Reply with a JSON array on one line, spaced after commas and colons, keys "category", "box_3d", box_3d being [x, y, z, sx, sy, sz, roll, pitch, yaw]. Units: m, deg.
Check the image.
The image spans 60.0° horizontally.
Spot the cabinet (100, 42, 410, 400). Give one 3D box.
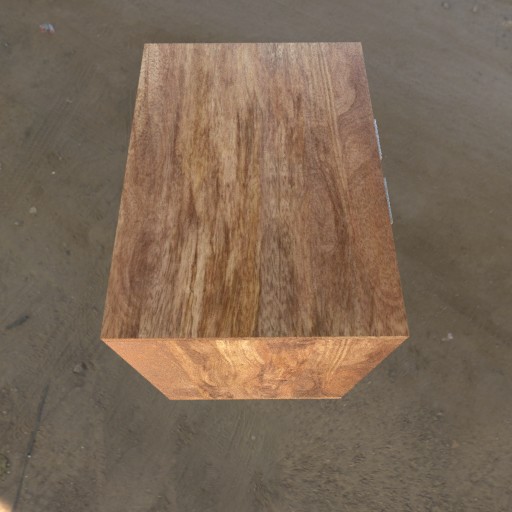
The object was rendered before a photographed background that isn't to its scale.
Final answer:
[{"category": "cabinet", "box_3d": [0.000, 0.000, 1.148, 0.473, 0.758, 0.647, 0, 64, 0]}]
